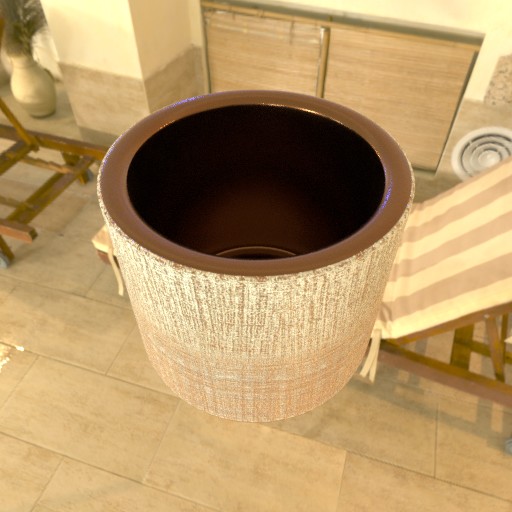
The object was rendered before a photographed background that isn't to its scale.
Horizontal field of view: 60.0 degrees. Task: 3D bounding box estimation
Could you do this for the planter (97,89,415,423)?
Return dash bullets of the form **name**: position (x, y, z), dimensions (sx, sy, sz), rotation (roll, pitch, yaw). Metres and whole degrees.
- **planter**: position (0.000, 0.000, 0.187), dimensions (0.109, 0.096, 0.109), rotation (0, 47, 0)
